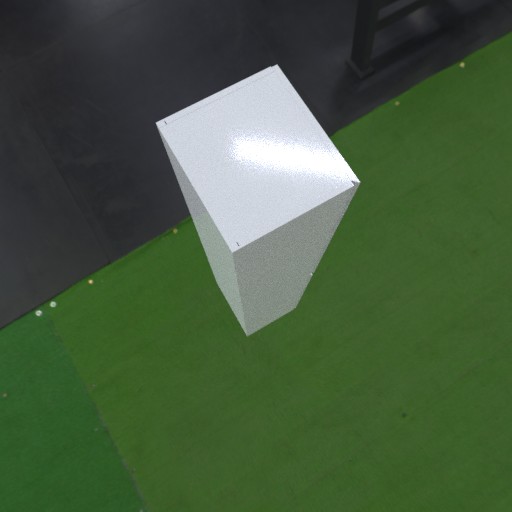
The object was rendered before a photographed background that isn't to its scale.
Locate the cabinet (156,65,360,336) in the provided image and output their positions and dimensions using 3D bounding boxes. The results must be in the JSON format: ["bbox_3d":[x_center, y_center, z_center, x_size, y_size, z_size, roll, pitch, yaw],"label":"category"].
[{"bbox_3d":[0.000,0.000,1.503,0.270,1.400,0.300,-29,76,-8],"label":"cabinet"}]
